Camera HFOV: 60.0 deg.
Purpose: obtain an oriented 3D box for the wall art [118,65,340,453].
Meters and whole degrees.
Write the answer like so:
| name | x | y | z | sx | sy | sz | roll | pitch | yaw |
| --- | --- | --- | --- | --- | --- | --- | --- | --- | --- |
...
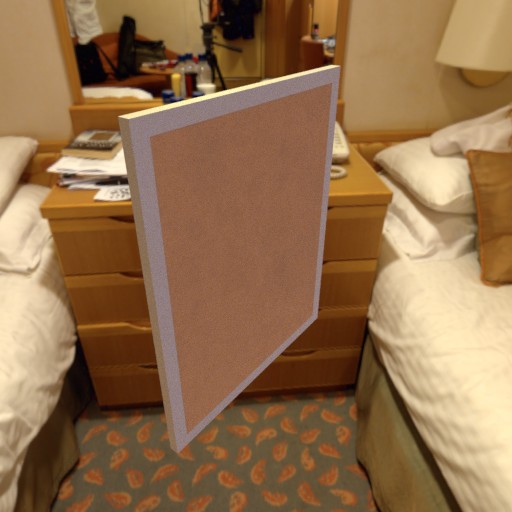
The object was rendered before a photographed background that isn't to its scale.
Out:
| name | x | y | z | sx | sy | sz | roll | pitch | yaw |
| --- | --- | --- | --- | --- | --- | --- | --- | --- | --- |
| wall art | 0.000 | 0.000 | 1.110 | 0.026 | 0.811 | 0.661 | 22 | 38 | 32 |
